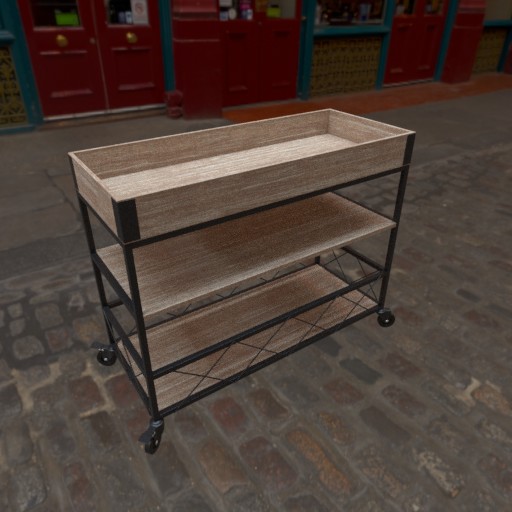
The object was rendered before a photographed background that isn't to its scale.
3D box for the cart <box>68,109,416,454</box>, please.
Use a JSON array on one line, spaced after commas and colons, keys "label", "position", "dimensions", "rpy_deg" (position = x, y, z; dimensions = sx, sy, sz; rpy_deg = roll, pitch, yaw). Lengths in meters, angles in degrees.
[{"label": "cart", "position": [0.000, 0.000, 1.508], "dimensions": [1.101, 0.787, 0.500], "rpy_deg": [-19, 36, -29]}]
